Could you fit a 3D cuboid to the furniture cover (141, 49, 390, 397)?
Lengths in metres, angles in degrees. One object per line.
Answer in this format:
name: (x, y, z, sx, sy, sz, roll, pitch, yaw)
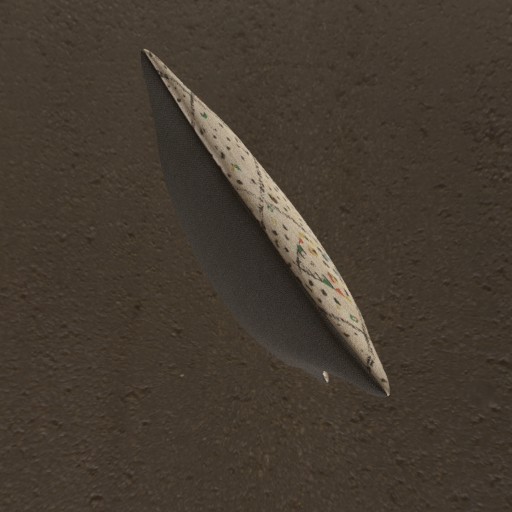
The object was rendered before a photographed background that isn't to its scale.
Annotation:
furniture cover: (0.000, 0.000, 0.759, 0.180, 0.498, 0.525, -33, 78, -8)
